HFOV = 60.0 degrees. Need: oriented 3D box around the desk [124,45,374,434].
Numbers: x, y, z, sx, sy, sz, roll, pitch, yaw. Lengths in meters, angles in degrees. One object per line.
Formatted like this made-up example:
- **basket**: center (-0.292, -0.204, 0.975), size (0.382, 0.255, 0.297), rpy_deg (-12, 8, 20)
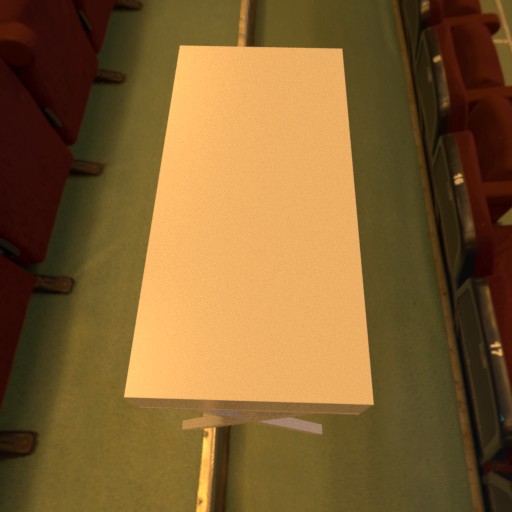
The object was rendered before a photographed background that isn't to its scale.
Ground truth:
- **desk**: center (0.000, 0.000, 1.481), size (0.509, 0.780, 1.059), rpy_deg (2, 63, 1)
